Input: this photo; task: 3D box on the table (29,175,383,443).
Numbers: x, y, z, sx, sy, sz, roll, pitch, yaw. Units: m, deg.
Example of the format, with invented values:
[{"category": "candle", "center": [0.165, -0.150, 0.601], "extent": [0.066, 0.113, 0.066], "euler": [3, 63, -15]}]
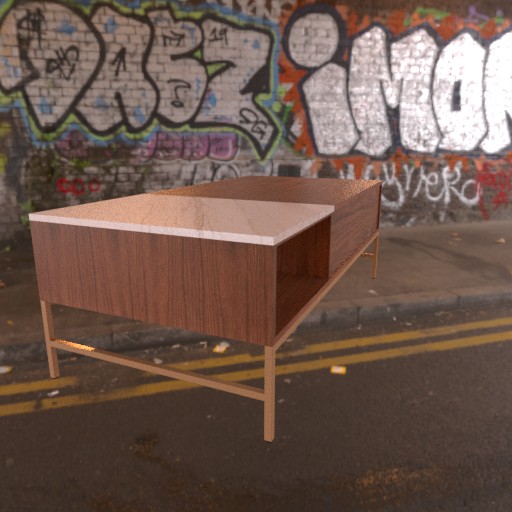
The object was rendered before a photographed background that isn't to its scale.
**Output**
[{"category": "table", "center": [0.000, 0.000, 1.922], "extent": [0.789, 0.551, 1.553], "euler": [7, 16, 23]}]
